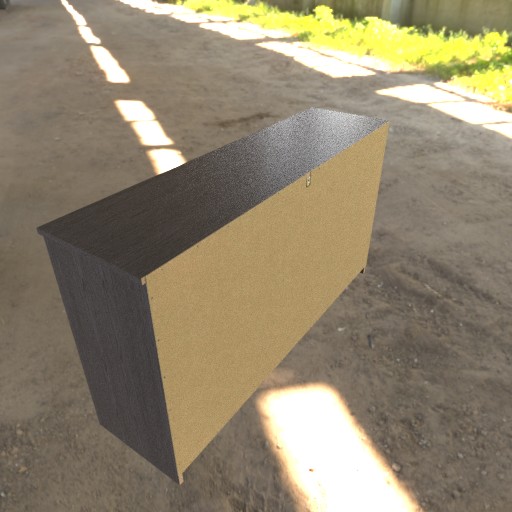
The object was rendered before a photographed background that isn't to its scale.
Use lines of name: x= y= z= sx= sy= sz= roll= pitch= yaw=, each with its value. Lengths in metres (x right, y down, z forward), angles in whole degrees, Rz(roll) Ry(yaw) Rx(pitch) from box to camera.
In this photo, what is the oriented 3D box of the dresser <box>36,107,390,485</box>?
dresser: x=0.000 y=0.000 z=1.656 sx=0.401 sy=0.755 sz=1.360 roll=21 pitch=38 yaw=29
